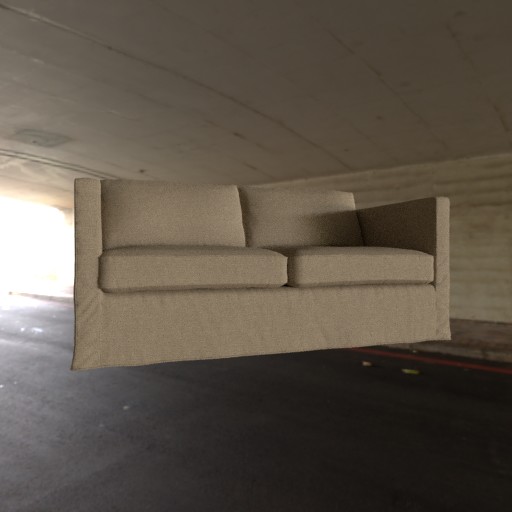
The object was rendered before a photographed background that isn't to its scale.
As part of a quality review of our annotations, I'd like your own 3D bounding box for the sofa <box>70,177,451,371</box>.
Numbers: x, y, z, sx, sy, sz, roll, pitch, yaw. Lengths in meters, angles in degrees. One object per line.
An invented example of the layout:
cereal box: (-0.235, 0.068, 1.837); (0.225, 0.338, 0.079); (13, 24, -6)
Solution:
sofa: (0.000, 0.000, 2.325); (1.766, 0.828, 0.956); (0, 0, -20)
